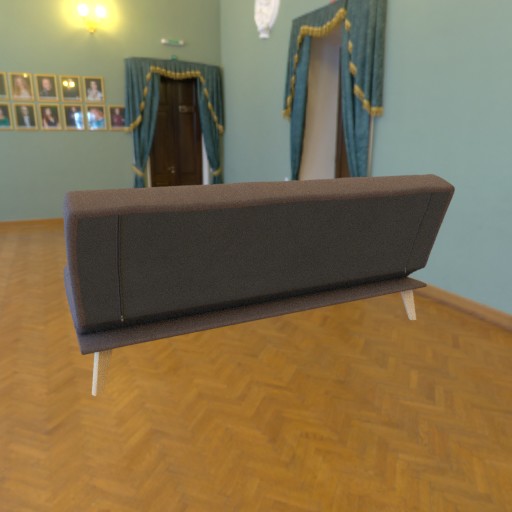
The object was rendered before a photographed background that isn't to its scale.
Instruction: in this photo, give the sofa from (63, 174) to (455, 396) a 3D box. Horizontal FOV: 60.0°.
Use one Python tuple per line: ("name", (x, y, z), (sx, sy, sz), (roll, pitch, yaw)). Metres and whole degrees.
("sofa", (0.000, 0.000, 2.262), (1.800, 0.810, 0.860), (-7, 16, -26))
